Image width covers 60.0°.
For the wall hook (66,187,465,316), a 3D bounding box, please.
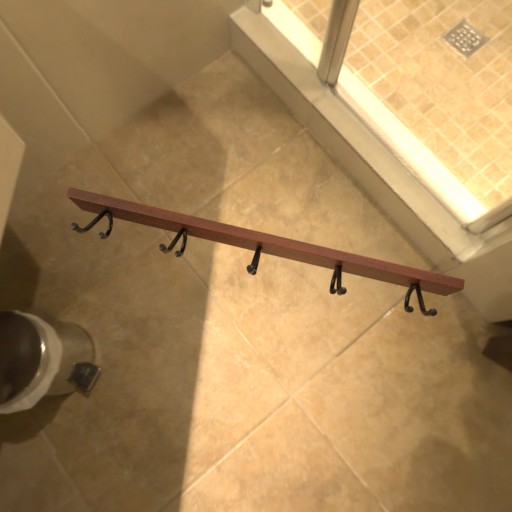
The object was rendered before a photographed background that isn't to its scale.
[{"bbox_3d":[0.000,0.000,0.617,0.571,0.117,0.071,13,76,3],"label":"wall hook"}]
